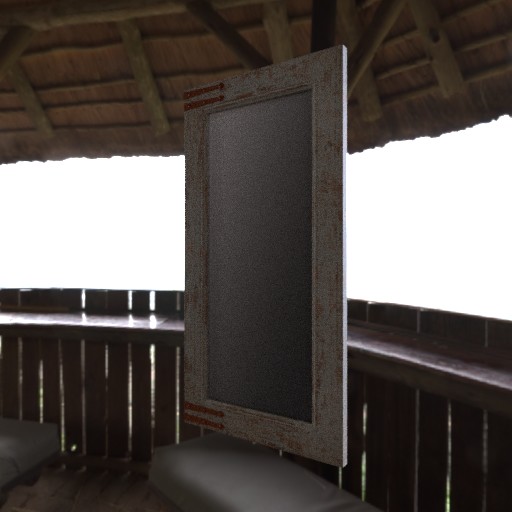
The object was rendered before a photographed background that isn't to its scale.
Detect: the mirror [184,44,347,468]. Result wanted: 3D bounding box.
[{"bbox_3d":[0.000,0.000,1.106,0.472,0.922,0.027,0,0,35],"label":"mirror"}]
